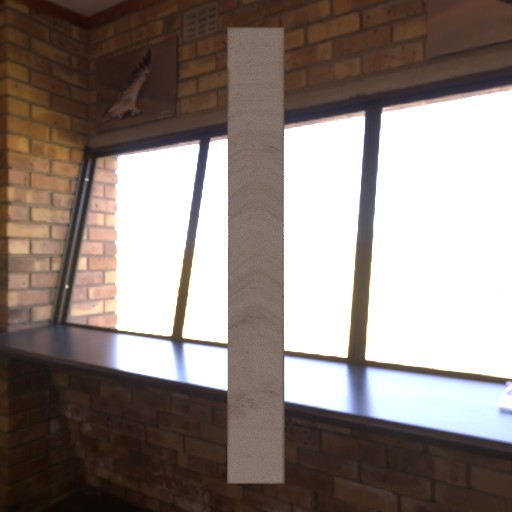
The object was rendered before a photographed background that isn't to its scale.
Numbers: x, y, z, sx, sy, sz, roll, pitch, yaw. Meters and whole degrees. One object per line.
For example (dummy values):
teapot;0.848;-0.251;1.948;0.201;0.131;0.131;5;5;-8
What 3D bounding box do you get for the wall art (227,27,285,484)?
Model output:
wall art;0.000;0.000;0.447;0.038;0.303;0.305;0;0;0
